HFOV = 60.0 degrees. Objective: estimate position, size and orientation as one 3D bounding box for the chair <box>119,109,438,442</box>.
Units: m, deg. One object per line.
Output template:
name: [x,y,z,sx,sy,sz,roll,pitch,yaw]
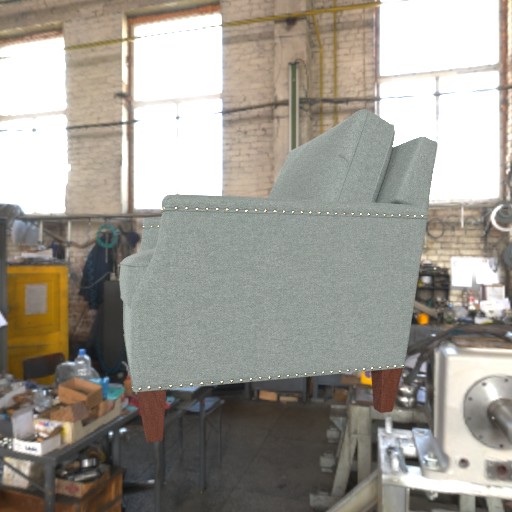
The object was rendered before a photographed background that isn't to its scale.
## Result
chair: [0.000,0.000,1.751,1.031,1.031,0.885,0,0,-18]
